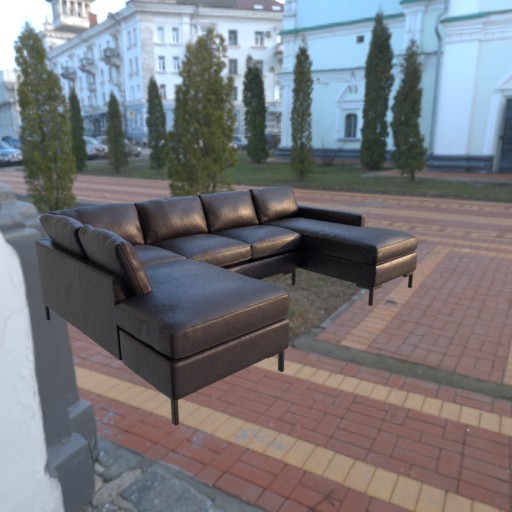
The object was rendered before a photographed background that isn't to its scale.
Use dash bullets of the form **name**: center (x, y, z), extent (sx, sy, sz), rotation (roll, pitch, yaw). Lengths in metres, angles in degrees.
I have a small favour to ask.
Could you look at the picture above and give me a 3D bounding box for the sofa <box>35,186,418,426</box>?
- **sofa**: center (0.000, 0.000, 3.758), extent (2.956, 0.900, 1.939), rotation (-14, 20, -42)
